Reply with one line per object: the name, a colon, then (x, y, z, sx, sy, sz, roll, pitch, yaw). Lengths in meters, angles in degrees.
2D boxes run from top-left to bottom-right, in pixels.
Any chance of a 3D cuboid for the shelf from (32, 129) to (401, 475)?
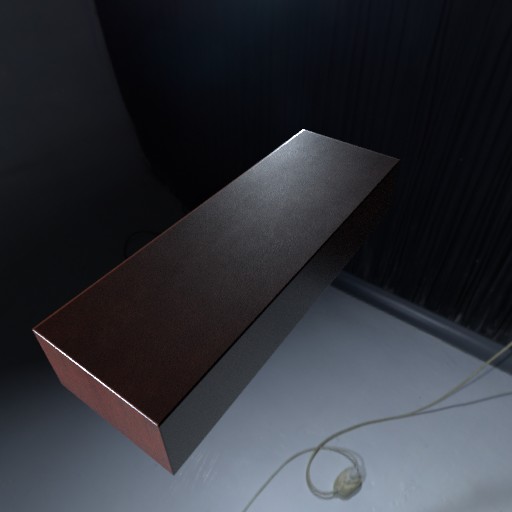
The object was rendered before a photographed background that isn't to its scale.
shelf: (0.000, 0.000, 0.519, 0.152, 0.088, 0.457, 26, 48, 25)
